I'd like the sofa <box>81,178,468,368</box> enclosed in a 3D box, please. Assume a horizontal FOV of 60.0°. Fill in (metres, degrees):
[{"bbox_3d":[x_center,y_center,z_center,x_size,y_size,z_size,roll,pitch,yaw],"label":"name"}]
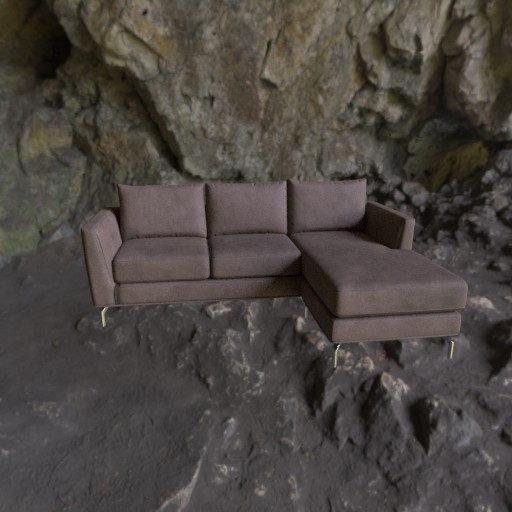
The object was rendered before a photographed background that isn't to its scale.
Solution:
[{"bbox_3d":[0.000,0.000,3.285,2.438,0.987,1.622,-2,17,-8],"label":"sofa"}]
